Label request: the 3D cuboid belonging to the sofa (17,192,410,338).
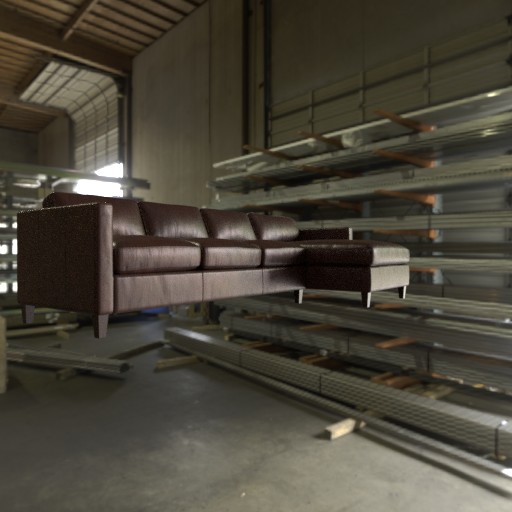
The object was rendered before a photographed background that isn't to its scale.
[{"bbox_3d":[0.000,0.000,3.742,1.581,0.883,3.203,0,1,37],"label":"sofa"}]
